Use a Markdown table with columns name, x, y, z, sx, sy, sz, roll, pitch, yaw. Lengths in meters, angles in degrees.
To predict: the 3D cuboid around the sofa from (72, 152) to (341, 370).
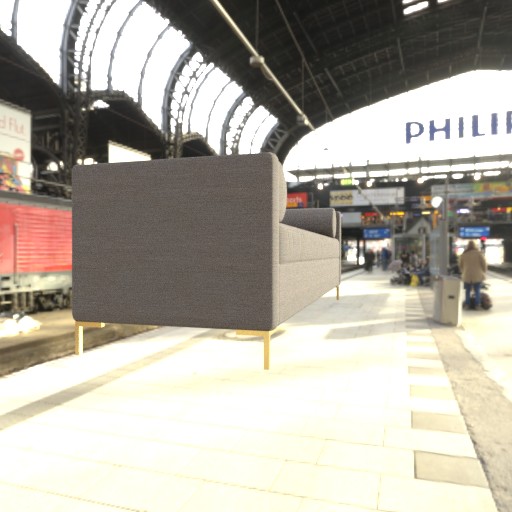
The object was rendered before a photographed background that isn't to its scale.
| name | x | y | z | sx | sy | sz | roll | pitch | yaw |
| --- | --- | --- | --- | --- | --- | --- | --- | --- | --- |
| sofa | 0.000 | 0.000 | 2.295 | 0.686 | 0.635 | 1.981 | 0 | 0 | 16 |
